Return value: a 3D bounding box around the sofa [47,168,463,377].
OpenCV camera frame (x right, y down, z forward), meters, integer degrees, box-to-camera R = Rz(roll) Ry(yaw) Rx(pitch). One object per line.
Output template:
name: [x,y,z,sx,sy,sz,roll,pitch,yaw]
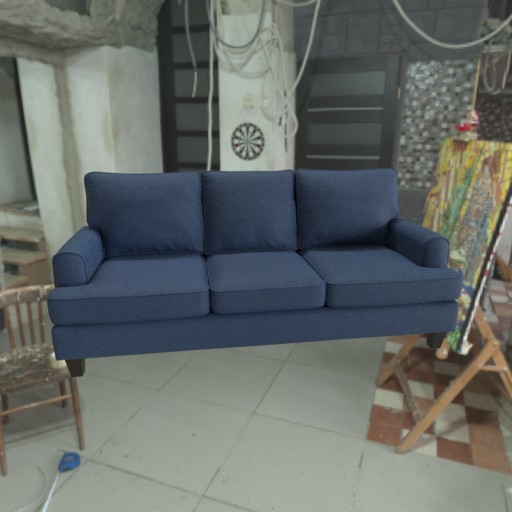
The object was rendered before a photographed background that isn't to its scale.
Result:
sofa: [0.000,0.000,2.654,2.158,0.965,0.951,-2,17,-8]
